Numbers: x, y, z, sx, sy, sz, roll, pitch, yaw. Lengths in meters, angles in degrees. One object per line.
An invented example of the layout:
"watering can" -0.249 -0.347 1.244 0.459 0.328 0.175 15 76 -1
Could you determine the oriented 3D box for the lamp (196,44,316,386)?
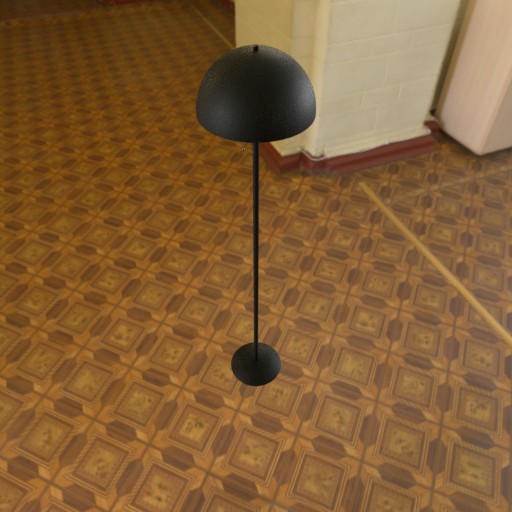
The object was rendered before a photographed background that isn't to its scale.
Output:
"lamp" 0.000 0.000 1.620 0.328 1.480 0.328 16 48 16
